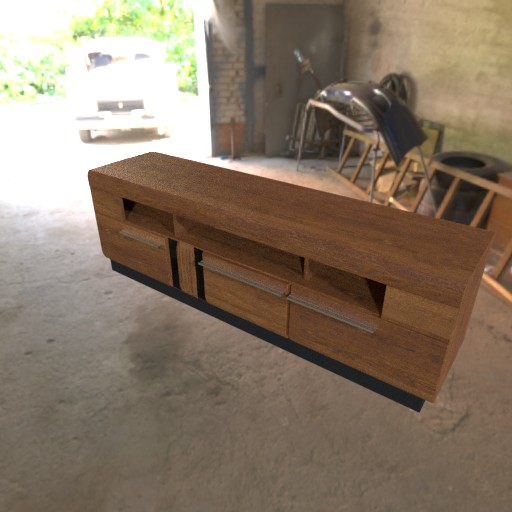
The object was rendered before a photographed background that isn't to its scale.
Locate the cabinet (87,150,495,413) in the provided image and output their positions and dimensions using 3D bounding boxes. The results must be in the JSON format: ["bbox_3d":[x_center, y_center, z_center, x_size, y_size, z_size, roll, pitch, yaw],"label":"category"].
[{"bbox_3d":[0.000,0.000,1.812,1.600,0.510,0.419,19,35,31],"label":"cabinet"}]
